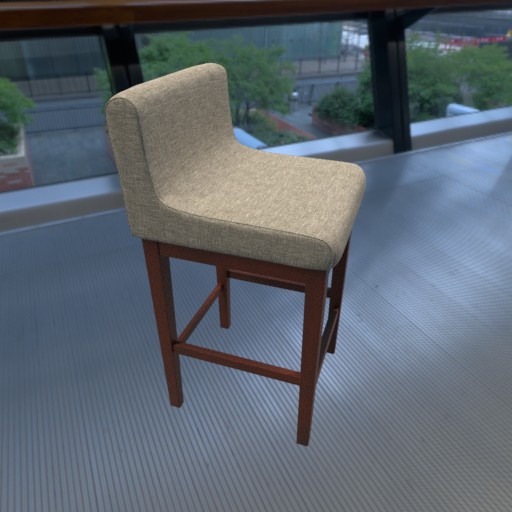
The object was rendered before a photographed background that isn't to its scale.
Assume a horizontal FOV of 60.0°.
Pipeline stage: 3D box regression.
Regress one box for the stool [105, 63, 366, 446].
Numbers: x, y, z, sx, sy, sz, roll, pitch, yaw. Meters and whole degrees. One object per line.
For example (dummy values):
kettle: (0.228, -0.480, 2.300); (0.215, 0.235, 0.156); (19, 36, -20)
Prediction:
stool: (0.000, 0.000, 1.109); (0.459, 0.835, 0.417); (10, 33, 16)
